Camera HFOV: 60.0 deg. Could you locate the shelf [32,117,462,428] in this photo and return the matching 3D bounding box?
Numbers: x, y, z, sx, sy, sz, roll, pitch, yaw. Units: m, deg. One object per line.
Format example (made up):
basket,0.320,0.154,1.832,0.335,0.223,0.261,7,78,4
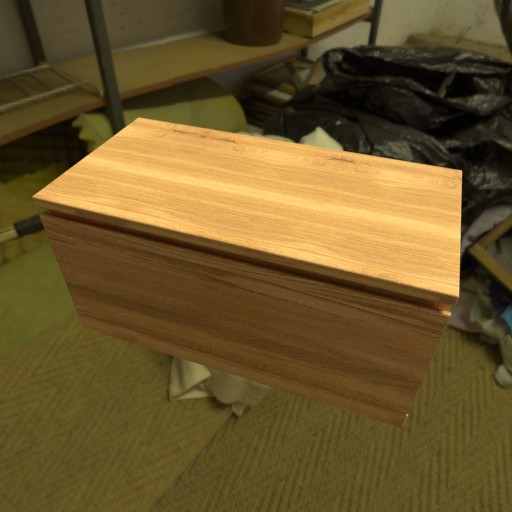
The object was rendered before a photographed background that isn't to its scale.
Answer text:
shelf,0.000,0.000,1.046,0.800,0.400,0.400,13,43,15
